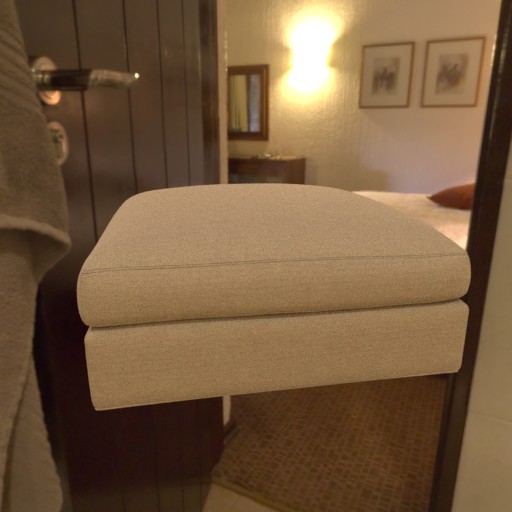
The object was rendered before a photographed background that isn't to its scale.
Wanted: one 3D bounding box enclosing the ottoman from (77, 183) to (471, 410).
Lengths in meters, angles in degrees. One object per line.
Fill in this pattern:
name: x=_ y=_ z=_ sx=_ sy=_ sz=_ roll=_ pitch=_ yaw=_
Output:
ottoman: x=0.000 y=0.000 z=1.605 sx=1.041 sy=0.470 sz=1.041 roll=-3 pitch=16 yaw=-10
